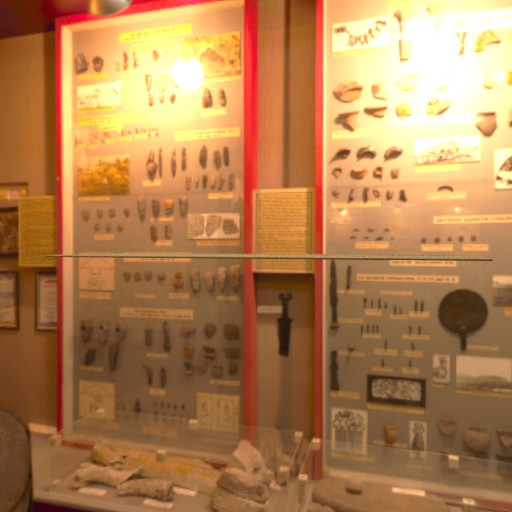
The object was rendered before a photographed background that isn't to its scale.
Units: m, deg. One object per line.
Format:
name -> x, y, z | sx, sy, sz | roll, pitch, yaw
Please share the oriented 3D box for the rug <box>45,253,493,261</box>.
rug -> 0.000, 0.000, 2.687 | 2.448, 0.012, 0.769 | 0, 1, 17
